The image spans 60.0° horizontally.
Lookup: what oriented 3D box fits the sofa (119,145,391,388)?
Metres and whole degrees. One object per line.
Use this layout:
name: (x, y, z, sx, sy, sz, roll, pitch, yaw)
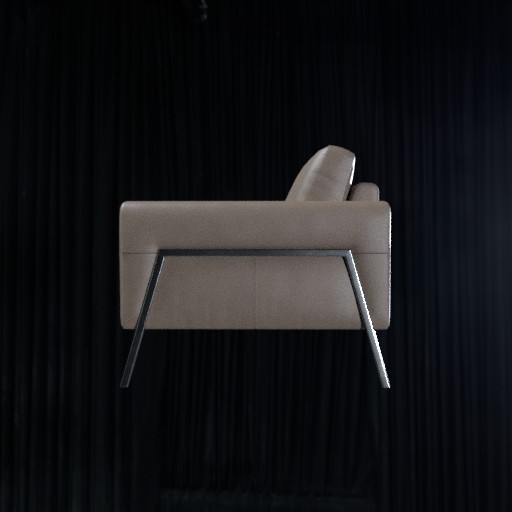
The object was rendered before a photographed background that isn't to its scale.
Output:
sofa: (0.000, 0.000, 2.516, 0.953, 0.875, 2.017, 0, 1, 0)
